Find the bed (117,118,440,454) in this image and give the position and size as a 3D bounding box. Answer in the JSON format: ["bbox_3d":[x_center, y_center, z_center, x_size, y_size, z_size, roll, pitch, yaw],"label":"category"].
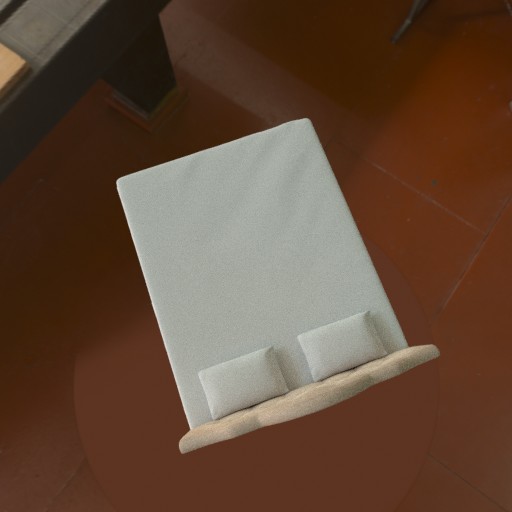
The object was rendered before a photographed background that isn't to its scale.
[{"bbox_3d":[0.000,0.000,2.969,1.667,1.194,1.970,-19,77,-5],"label":"bed"}]
